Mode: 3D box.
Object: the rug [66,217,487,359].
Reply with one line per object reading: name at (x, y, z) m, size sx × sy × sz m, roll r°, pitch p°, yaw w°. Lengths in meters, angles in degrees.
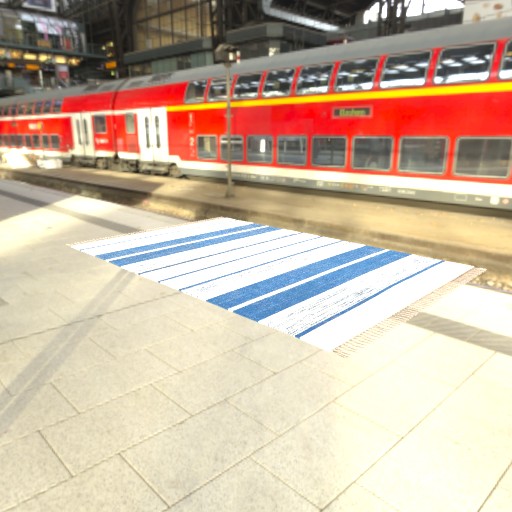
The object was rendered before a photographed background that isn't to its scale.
rug at (0.000, 0.000, 2.985) m, size 2.441 × 0.010 × 1.532 m, roll 15°, pitch 22°, yaw 42°
